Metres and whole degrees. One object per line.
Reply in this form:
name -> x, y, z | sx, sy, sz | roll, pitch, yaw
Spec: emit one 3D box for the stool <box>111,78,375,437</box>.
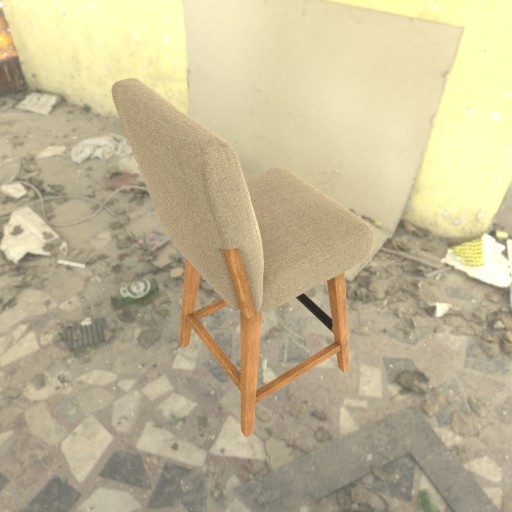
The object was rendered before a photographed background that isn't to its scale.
stool -> 0.000, 0.000, 1.308 | 0.526, 1.010, 0.459 | -25, 47, -26
